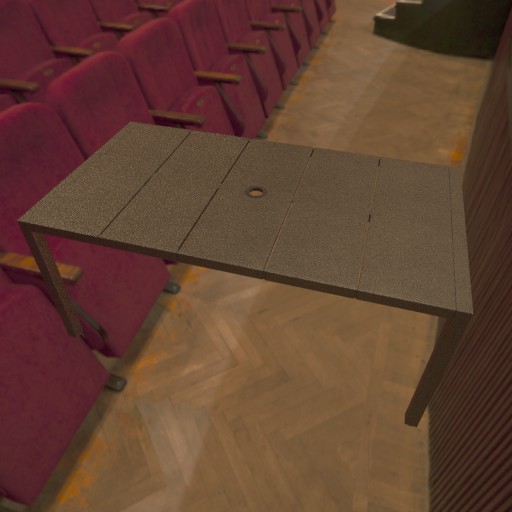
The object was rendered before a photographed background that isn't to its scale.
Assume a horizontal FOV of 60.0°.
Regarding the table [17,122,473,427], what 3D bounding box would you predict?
[{"bbox_3d":[0.000,0.000,2.123,1.680,0.735,0.914,11,43,12],"label":"table"}]
